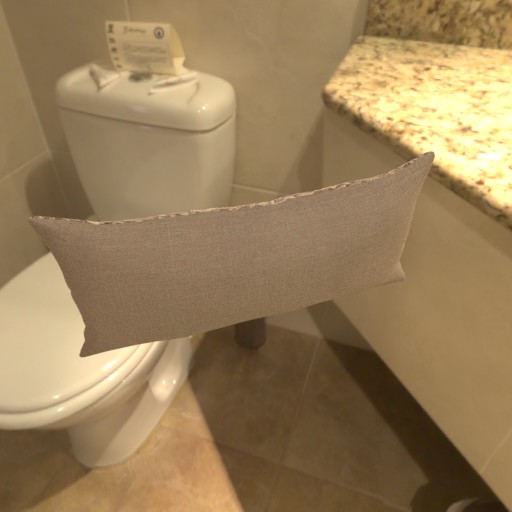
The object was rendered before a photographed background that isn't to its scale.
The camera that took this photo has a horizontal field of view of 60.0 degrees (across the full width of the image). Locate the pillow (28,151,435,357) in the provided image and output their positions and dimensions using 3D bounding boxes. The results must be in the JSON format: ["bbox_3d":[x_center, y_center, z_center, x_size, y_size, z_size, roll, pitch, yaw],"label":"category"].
[{"bbox_3d":[0.000,0.000,0.734,0.631,0.290,0.148,-12,42,-13],"label":"pillow"}]
